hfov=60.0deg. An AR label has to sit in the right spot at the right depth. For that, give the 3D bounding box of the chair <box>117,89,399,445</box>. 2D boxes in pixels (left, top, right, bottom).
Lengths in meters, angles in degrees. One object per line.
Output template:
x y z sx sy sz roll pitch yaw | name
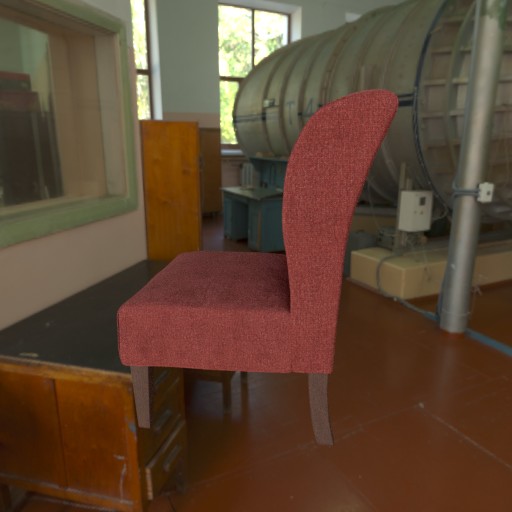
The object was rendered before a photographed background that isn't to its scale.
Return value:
0.000 0.000 1.261 0.640 0.846 0.538 2 15 7 | chair
